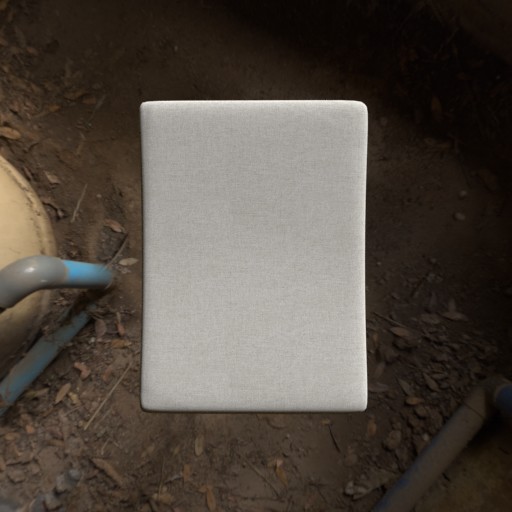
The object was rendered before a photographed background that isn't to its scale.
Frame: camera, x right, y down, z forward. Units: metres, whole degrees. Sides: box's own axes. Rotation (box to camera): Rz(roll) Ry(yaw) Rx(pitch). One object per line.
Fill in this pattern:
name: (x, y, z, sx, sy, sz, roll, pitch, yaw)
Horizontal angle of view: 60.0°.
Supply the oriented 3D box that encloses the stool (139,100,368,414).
stool: (0.000, 0.000, 1.019, 0.358, 0.759, 0.498, 0, 90, 1)
